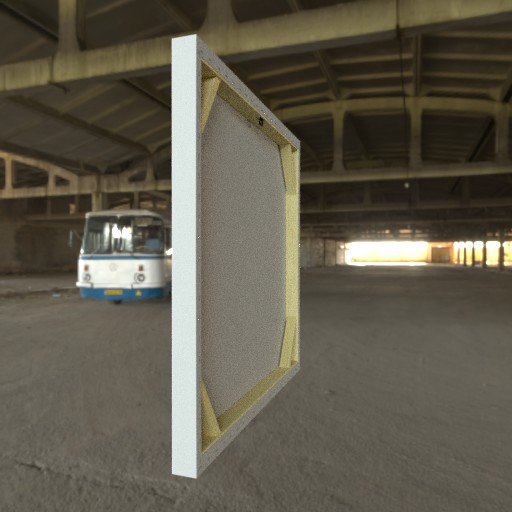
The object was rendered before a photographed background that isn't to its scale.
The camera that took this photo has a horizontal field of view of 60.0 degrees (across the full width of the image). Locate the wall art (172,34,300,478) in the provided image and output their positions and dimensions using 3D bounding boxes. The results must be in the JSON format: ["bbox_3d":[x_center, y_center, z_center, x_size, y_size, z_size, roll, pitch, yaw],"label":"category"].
[{"bbox_3d":[0.000,0.000,0.902,0.038,0.610,0.610,0,0,19],"label":"wall art"}]
